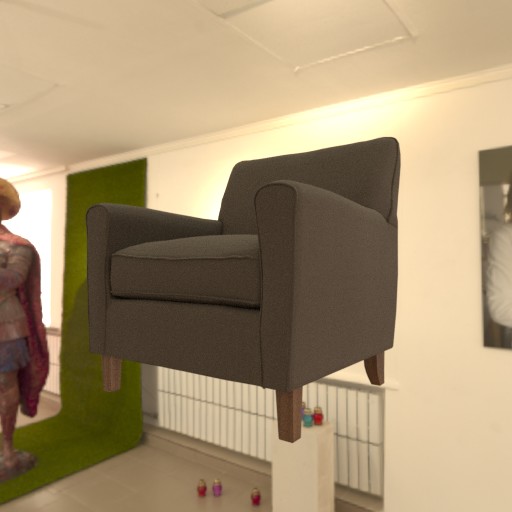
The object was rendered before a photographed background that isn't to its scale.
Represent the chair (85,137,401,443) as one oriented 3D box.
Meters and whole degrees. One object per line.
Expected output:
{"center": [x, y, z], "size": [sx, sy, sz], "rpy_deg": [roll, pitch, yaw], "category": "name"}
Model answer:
{"center": [0.000, 0.000, 1.592], "size": [0.836, 0.911, 0.831], "rpy_deg": [-1, -1, 36], "category": "chair"}
